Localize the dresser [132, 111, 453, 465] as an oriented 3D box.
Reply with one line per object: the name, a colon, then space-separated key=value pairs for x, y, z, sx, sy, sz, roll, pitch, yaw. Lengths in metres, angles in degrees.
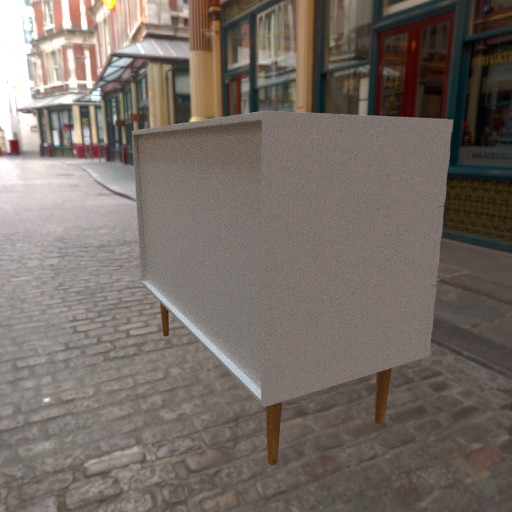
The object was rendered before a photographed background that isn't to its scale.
dresser: x=0.000 y=0.000 z=1.286 sx=0.457 sy=0.721 sz=0.905 roll=-7 pitch=15 yaw=-28
